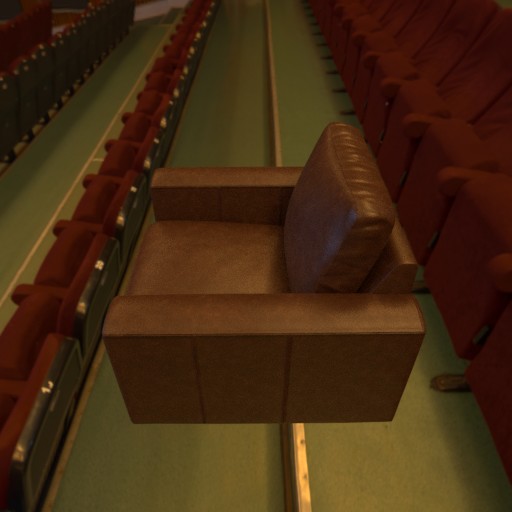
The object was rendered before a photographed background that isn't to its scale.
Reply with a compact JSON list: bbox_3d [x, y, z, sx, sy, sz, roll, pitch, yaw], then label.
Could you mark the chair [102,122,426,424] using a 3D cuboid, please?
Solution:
[{"bbox_3d":[0.000,0.000,1.771,1.016,0.873,1.005,0,40,0],"label":"chair"}]
